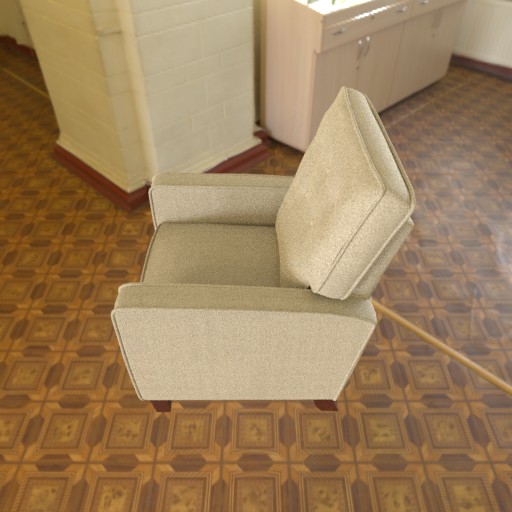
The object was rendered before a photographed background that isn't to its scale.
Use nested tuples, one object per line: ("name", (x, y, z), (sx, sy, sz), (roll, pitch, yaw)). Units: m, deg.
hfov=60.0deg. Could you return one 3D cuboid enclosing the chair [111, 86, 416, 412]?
("chair", (0.000, 0.000, 1.415), (0.754, 0.888, 0.648), (0, 42, 0))
